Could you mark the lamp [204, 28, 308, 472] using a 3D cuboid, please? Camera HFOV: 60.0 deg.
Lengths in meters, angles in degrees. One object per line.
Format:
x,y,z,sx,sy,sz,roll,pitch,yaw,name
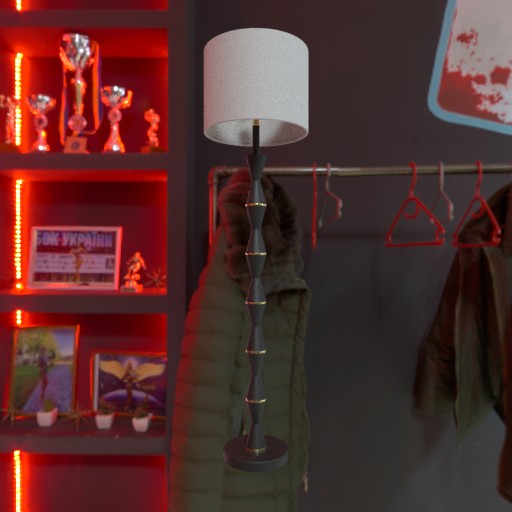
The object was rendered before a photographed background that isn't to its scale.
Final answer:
0.000,0.000,1.631,0.381,1.480,0.381,0,1,34,lamp
